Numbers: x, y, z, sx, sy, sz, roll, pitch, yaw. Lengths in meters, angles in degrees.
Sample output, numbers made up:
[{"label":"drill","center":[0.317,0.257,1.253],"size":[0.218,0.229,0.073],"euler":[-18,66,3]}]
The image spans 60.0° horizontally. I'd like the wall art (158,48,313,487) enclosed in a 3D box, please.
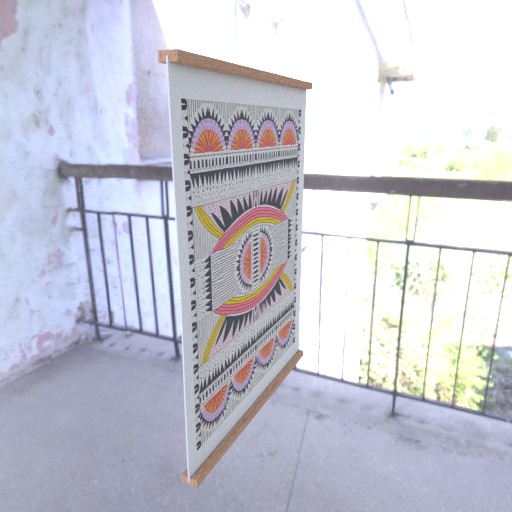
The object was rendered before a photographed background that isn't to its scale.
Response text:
[{"label":"wall art","center":[0.000,0.000,0.786],"size":[0.028,0.609,0.456],"euler":[8,18,25]}]
